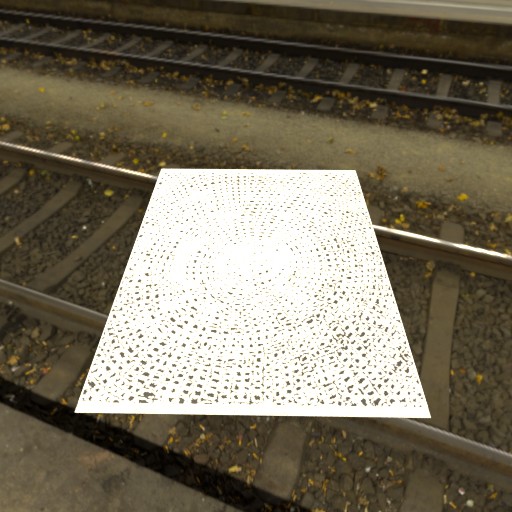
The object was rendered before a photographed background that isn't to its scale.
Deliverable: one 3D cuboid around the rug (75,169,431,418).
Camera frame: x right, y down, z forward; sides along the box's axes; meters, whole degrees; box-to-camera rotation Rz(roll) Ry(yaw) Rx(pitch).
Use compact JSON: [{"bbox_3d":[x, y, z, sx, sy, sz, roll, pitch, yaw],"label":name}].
[{"bbox_3d":[0.000,0.000,2.101,1.190,0.003,1.634,1,40,1],"label":"rug"}]
